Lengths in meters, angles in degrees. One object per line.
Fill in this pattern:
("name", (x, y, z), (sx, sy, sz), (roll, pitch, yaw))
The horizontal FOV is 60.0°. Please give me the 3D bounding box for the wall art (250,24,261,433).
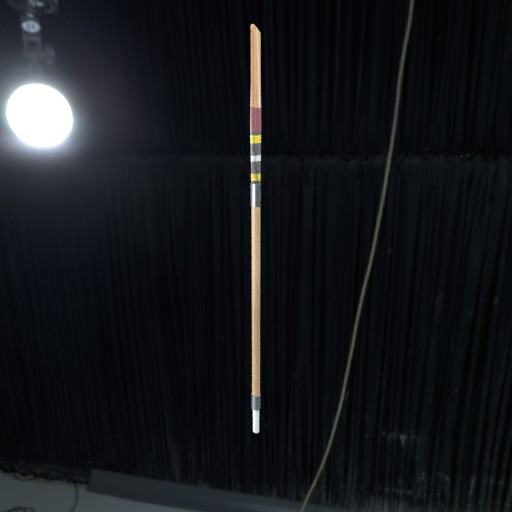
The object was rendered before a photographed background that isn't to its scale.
("wall art", (0.000, 0.000, 1.669), (0.038, 1.556, 0.146), (3, 16, 9))
